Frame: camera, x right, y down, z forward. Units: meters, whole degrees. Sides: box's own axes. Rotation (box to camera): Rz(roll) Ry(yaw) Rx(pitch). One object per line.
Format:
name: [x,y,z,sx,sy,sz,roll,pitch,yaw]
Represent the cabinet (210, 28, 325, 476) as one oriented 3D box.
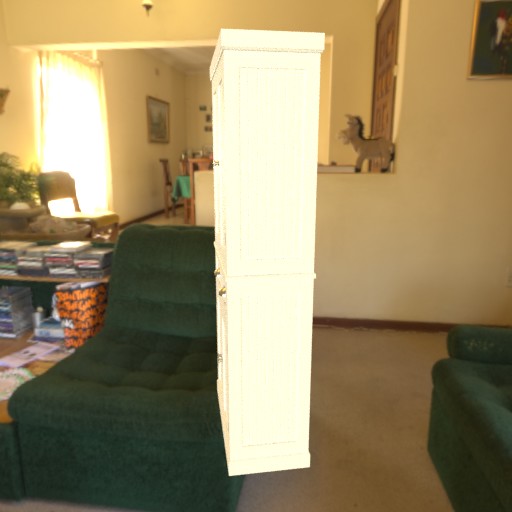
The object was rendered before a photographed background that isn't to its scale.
cabinet: [0.000,0.000,2.156,0.390,1.829,0.754,-2,13,-9]
